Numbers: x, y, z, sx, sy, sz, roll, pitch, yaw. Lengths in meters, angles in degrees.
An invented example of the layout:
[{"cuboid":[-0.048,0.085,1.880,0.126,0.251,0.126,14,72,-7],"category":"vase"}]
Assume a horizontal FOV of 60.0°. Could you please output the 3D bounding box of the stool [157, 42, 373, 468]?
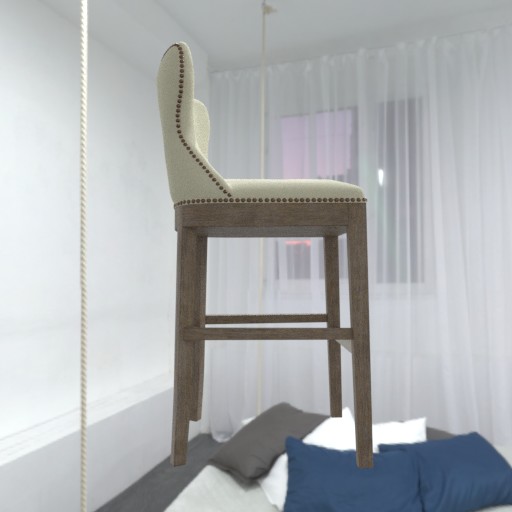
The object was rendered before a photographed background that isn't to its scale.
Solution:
[{"cuboid":[0.000,0.000,1.376,0.606,1.123,0.494,0,-2,-1],"category":"stool"}]
